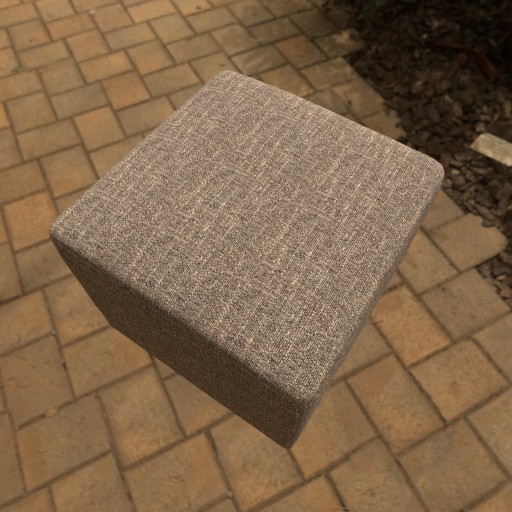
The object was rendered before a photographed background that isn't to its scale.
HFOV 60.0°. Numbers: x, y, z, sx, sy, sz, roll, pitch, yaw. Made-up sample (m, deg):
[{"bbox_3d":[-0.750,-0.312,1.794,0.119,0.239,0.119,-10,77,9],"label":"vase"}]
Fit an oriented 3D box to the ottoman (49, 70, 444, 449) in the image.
[{"bbox_3d":[0.000,0.000,0.921,0.512,0.453,0.521,30,63,17],"label":"ottoman"}]
